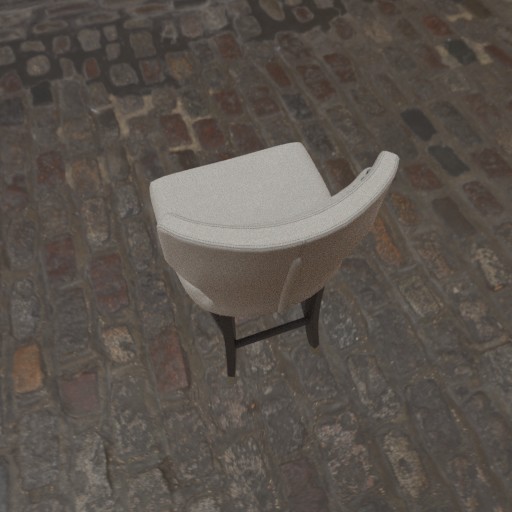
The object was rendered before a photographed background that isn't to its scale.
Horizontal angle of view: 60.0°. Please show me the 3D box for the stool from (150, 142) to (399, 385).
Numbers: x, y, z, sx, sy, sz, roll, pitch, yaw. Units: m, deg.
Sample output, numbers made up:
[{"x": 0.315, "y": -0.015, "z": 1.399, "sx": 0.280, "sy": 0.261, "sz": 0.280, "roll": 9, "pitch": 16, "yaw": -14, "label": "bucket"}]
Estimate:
[{"x": 0.000, "y": 0.000, "z": 1.404, "sx": 0.526, "sy": 1.092, "sz": 0.563, "roll": -17, "pitch": 62, "yaw": -9, "label": "stool"}]
